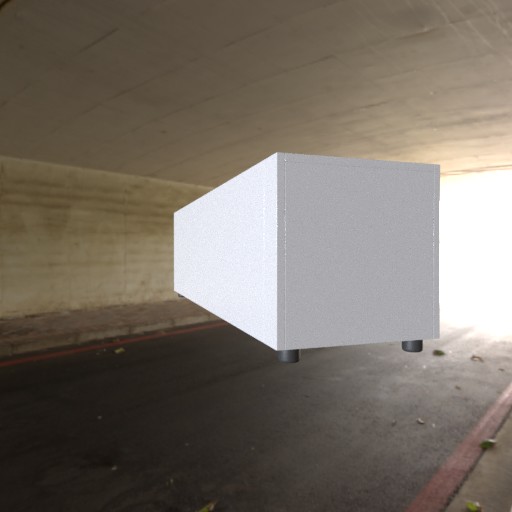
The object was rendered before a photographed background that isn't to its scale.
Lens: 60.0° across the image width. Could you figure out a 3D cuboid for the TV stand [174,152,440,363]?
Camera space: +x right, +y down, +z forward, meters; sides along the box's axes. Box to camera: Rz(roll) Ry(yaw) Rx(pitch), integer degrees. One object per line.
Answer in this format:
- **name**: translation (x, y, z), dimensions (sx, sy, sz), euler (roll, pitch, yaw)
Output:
- **TV stand**: translation (0.000, 0.000, 1.687), dimensions (0.410, 0.440, 1.500), euler (0, 1, -18)
